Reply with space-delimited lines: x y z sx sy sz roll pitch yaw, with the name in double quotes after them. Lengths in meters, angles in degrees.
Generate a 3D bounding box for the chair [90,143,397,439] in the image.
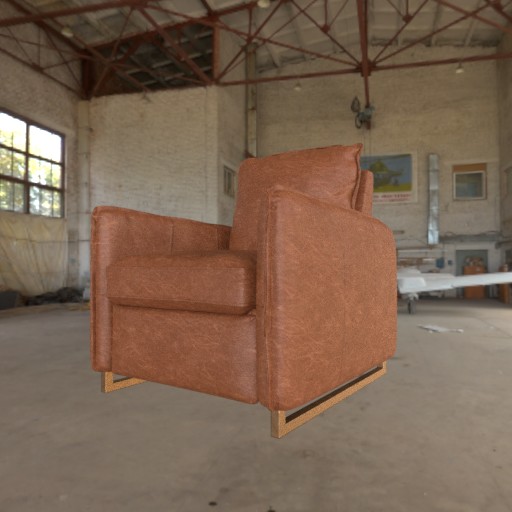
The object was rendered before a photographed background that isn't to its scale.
0.000 0.000 1.637 0.830 0.922 0.922 -1 -1 35 "chair"
